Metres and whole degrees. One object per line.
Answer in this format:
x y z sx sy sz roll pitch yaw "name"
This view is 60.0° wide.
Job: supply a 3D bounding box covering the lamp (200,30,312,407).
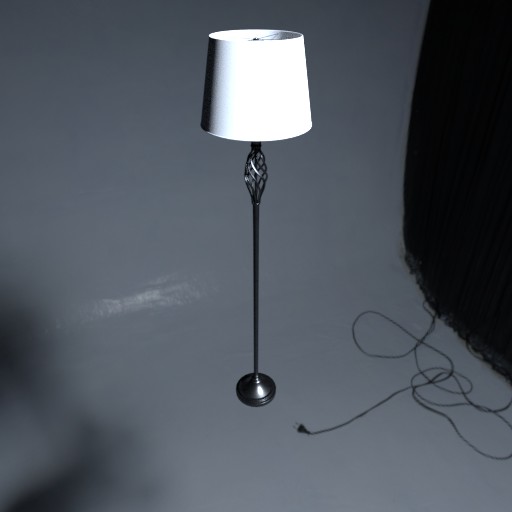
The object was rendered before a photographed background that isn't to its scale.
0.000 0.000 1.808 0.379 1.623 0.379 0 33 0 "lamp"
